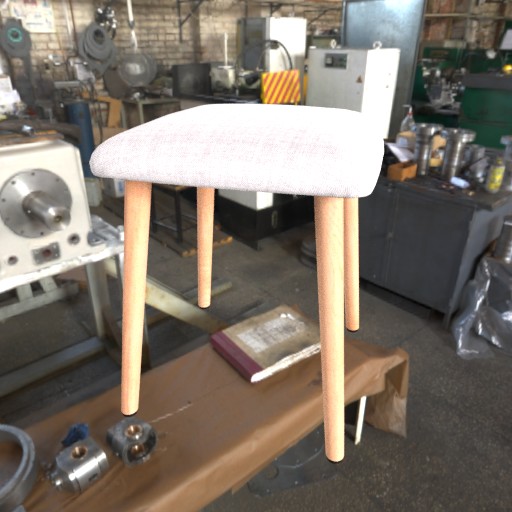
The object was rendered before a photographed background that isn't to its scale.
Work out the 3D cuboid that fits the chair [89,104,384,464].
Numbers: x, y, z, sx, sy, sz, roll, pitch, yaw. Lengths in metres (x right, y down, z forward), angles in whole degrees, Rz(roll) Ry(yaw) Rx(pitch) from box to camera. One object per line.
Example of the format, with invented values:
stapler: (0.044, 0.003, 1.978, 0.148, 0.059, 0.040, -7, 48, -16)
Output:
chair: (0.000, 0.000, 0.702, 0.350, 0.440, 0.350, 7, 27, 14)
